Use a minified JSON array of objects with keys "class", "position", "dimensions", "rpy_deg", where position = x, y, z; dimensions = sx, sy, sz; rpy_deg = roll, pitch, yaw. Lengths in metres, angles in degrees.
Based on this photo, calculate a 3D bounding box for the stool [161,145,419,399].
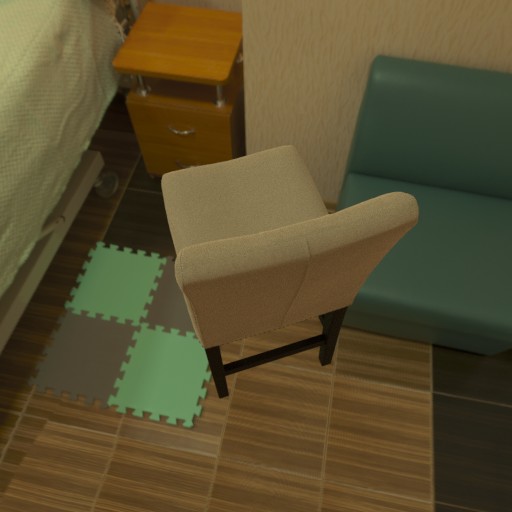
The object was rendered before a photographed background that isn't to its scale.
[{"class":"stool","position":[0.000,0.000,1.207],"dimensions":[0.427,0.885,0.571],"rpy_deg":[-15,59,-10]}]
